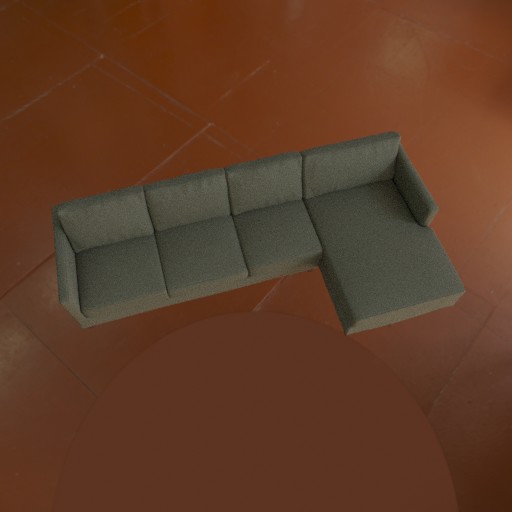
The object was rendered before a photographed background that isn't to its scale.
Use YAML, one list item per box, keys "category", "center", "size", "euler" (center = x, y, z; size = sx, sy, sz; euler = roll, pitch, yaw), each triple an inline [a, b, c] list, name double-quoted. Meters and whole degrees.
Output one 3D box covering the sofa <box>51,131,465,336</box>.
- category: "sofa"
  center: [0.000, 0.000, 3.811]
  size: [3.186, 0.861, 1.625]
  euler: [-14, 62, -8]
